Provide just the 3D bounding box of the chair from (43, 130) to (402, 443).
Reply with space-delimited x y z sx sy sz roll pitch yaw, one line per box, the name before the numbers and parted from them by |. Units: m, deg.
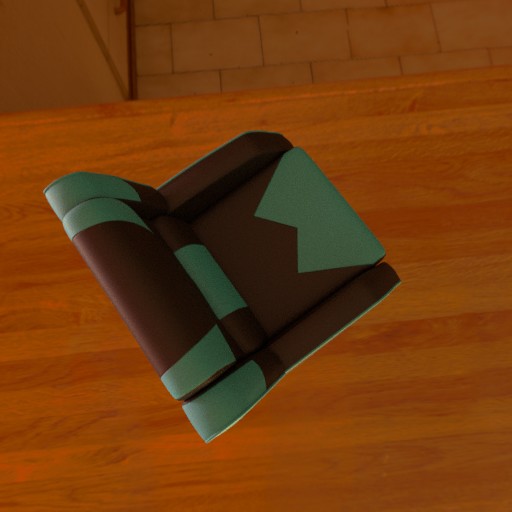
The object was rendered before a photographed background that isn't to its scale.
chair | 0.000 0.000 1.255 0.672 0.805 0.620 -35 79 -8
